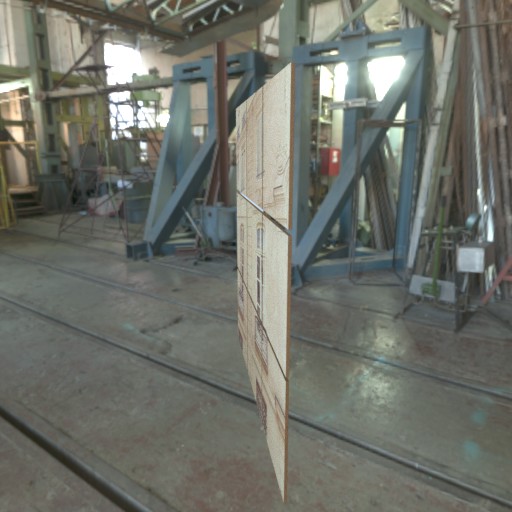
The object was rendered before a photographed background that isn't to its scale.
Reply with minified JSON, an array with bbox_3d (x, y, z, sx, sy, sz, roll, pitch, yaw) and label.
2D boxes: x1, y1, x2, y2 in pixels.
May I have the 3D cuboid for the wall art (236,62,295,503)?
[{"bbox_3d":[0.000,0.000,2.201,0.023,1.522,1.526,-2,14,-8],"label":"wall art"}]
